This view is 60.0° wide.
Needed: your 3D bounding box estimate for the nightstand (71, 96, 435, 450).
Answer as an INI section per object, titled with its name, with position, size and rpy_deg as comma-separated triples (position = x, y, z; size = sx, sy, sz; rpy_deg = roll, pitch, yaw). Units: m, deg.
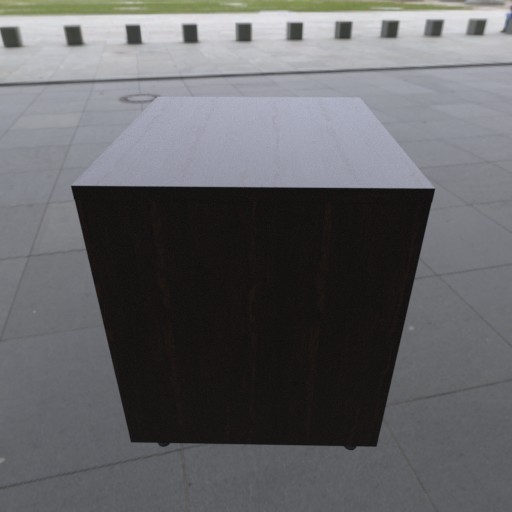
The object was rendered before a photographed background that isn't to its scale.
[nightstand]
position = 0.000, 0.000, 0.853
size = 0.427, 0.487, 0.489
rpy_deg = 1, 31, 1
